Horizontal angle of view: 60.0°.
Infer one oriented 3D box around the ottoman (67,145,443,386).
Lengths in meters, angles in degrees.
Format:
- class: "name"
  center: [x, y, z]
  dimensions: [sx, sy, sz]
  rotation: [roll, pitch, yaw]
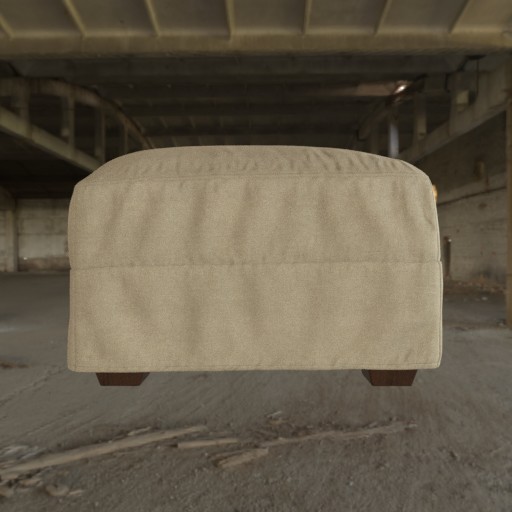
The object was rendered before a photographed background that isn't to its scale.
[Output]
- class: "ottoman"
  center: [0.000, 0.000, 1.054]
  dimensions: [0.712, 0.480, 0.584]
  rotation: [0, 1, 0]
